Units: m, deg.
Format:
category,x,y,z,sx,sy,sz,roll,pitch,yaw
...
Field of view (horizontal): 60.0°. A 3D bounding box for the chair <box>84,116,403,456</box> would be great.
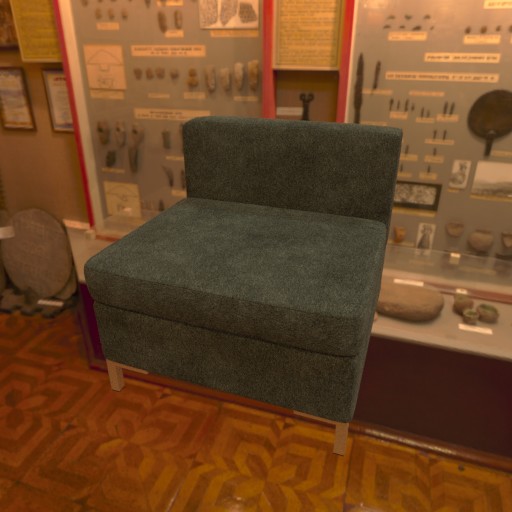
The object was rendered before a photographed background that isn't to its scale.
category,x,y,z,sx,sy,sz,roll,pitch,yaw
chair,0.000,0.000,1.252,0.680,0.660,0.680,9,28,18
